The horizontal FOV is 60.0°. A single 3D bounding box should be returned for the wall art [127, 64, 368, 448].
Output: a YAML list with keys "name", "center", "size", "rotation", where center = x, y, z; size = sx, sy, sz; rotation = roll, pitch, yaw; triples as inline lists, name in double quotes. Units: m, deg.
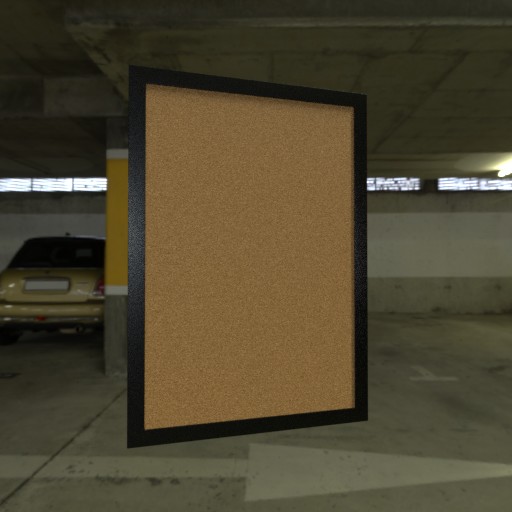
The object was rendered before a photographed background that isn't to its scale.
- name: "wall art"
  center: [0.000, 0.000, 0.548]
  size: [0.304, 0.432, 0.013]
  rotation: [0, -1, -17]
